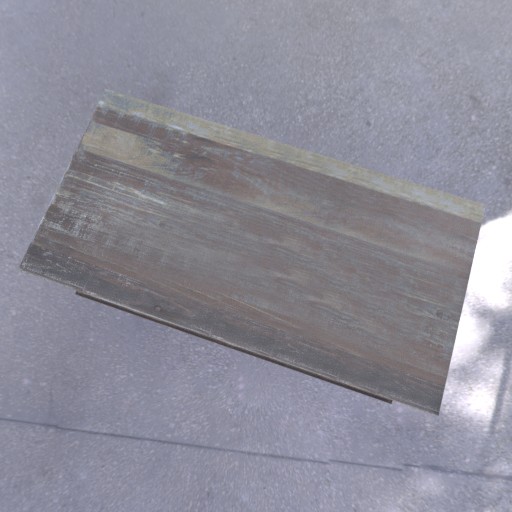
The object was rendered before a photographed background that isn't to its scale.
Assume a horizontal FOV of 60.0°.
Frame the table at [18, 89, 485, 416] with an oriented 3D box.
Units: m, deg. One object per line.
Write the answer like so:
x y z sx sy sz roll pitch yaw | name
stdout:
0.000 0.000 1.337 1.088 0.399 0.554 18 76 5 | table
